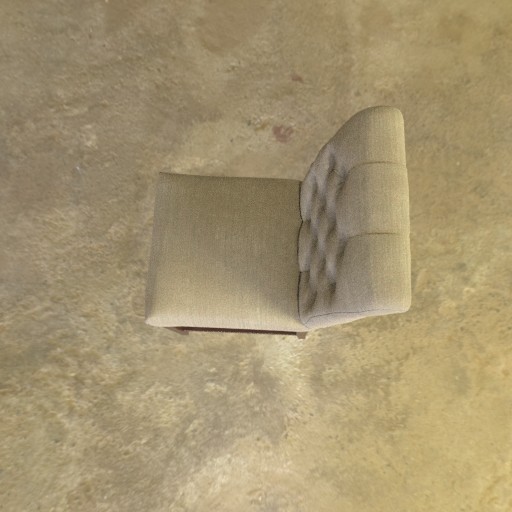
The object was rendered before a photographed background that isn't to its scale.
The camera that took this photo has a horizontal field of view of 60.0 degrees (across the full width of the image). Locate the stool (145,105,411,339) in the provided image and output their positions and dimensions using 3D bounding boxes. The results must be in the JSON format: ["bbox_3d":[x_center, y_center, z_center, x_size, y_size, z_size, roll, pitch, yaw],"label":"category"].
[{"bbox_3d":[0.000,0.000,1.450,0.660,1.084,0.486,2,76,1],"label":"stool"}]
